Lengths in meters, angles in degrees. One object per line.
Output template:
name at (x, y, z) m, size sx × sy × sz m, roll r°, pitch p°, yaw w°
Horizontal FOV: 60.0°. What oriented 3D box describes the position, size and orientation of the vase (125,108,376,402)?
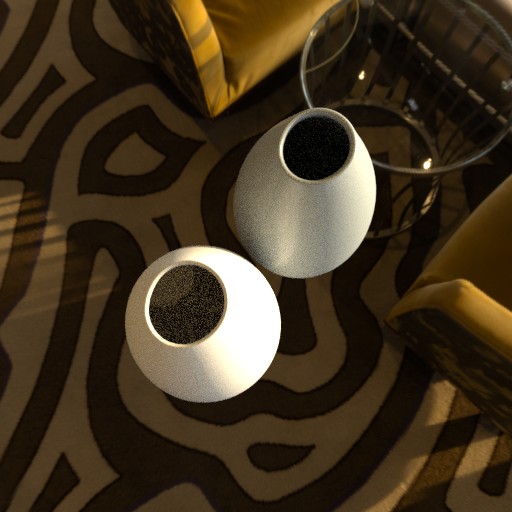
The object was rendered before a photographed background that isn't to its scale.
vase at (0.000, 0.000, 0.263) m, size 0.089 × 0.131 × 0.187 m, roll 37°, pitch 77°, yaw 10°
